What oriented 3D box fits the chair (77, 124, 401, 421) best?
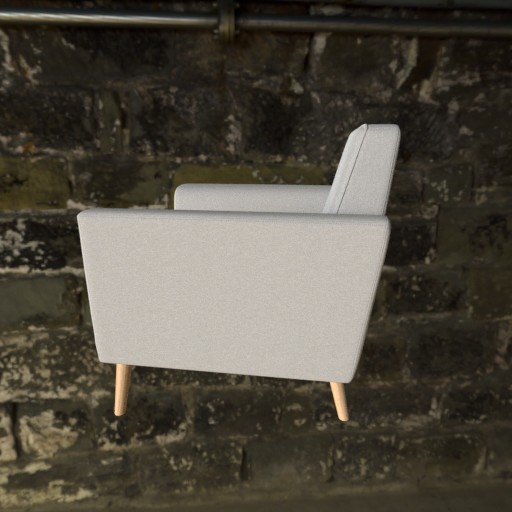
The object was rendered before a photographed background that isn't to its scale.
[{"bbox_3d":[0.000,0.000,1.395,0.750,0.780,0.780,2,14,9],"label":"chair"}]
